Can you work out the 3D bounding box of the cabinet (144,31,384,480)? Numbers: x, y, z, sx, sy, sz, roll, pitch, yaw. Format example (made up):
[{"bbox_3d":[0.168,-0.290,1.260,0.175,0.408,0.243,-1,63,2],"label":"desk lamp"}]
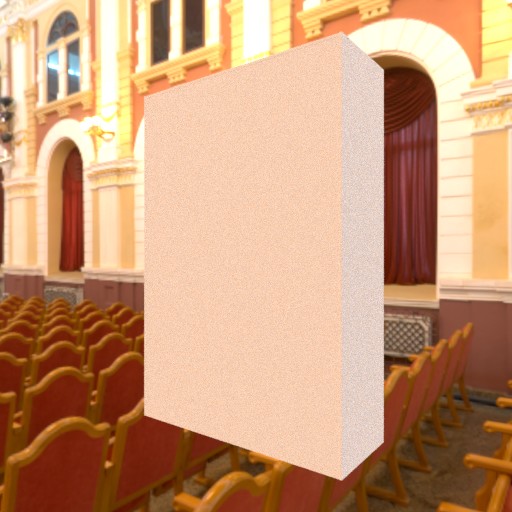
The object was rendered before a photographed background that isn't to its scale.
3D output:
[{"bbox_3d":[0.000,0.000,2.474,1.290,1.910,0.510,0,0,37],"label":"cabinet"}]
